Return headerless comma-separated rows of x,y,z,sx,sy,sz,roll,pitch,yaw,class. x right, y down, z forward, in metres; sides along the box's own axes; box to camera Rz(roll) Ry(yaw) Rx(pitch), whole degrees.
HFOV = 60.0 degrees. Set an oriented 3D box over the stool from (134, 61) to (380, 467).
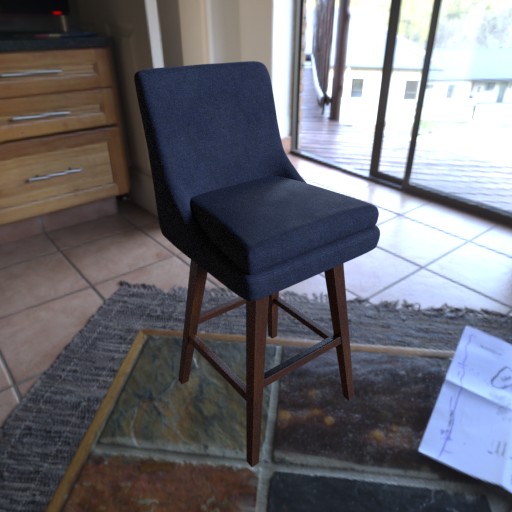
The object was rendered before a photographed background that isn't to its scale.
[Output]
0.000,0.000,1.386,0.489,1.068,0.572,-20,35,-32,stool
